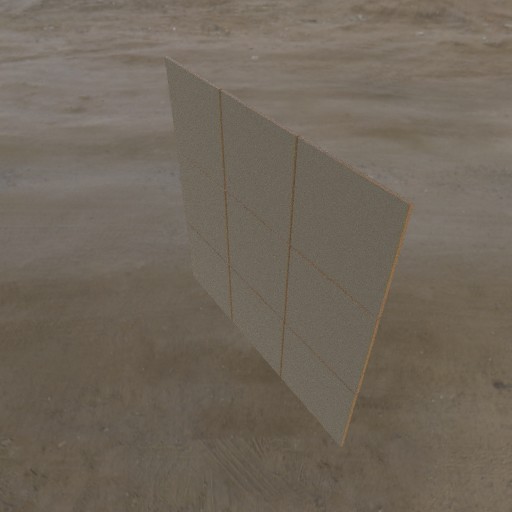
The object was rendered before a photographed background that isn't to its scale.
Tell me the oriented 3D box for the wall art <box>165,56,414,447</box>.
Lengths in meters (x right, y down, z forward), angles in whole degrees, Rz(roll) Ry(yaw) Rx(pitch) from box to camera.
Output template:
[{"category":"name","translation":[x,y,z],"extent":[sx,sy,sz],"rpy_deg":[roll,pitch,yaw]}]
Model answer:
[{"category":"wall art","translation":[0.000,0.000,1.343],"extent":[0.010,0.917,0.919],"rpy_deg":[-26,48,-26]}]
